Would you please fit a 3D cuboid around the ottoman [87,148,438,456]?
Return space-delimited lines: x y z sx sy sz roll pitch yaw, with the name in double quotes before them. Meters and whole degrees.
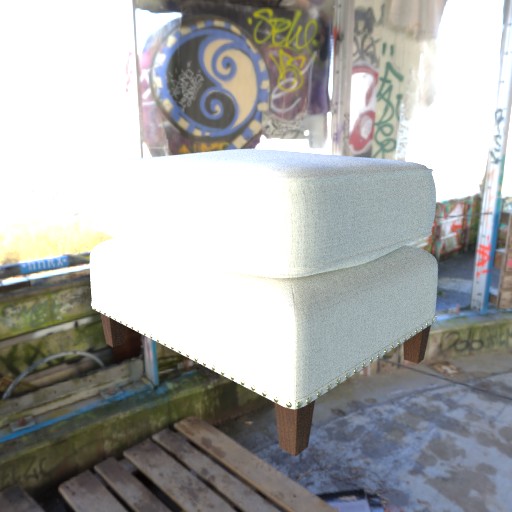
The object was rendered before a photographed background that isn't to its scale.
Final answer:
"ottoman" 0.000 0.000 1.140 0.738 0.537 0.589 13 18 43
